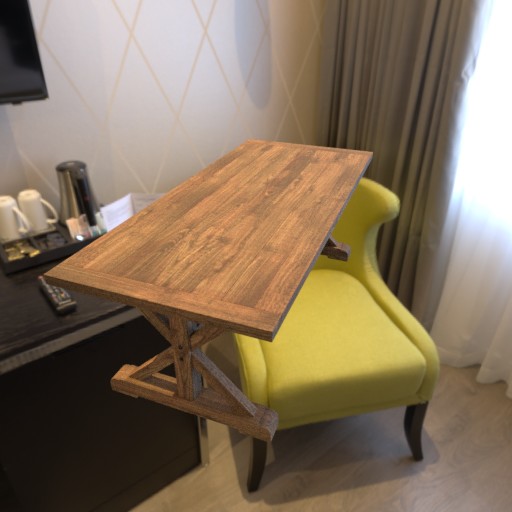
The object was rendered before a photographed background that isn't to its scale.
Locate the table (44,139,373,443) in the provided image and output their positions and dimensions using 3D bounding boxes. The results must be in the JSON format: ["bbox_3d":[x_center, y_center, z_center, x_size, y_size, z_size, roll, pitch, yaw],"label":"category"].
[{"bbox_3d":[0.000,0.000,2.511,0.907,0.733,2.031,11,32,19],"label":"table"}]
